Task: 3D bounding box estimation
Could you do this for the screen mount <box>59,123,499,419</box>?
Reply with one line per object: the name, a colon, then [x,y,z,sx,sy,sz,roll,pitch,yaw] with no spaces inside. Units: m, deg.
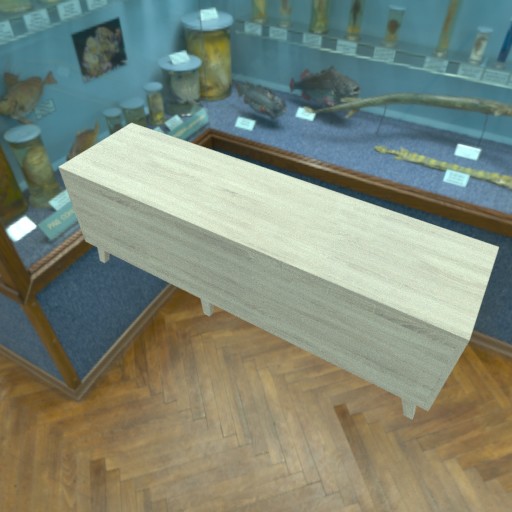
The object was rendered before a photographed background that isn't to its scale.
screen mount: [0.000,0.000,1.692,1.500,0.510,0.400,23,49,22]
